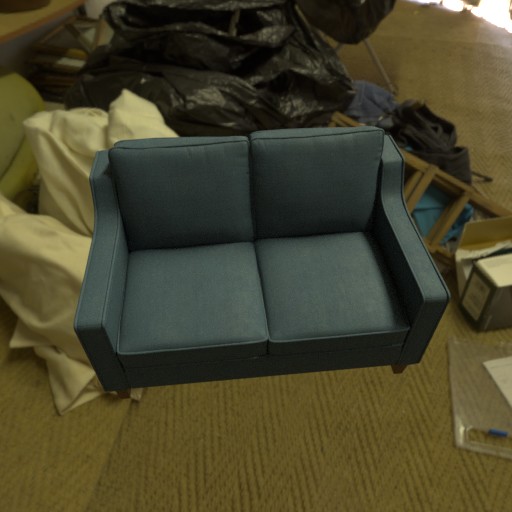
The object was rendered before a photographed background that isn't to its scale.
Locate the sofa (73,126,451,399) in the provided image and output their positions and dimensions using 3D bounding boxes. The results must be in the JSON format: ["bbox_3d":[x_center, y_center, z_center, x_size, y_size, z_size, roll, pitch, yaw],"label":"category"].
[{"bbox_3d":[0.000,0.000,2.174,1.501,0.971,0.987,-4,46,-4],"label":"sofa"}]
